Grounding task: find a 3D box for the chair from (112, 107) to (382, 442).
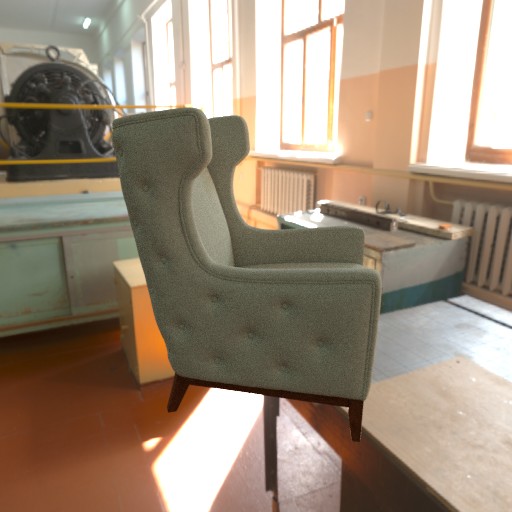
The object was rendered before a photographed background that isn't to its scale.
[{"bbox_3d":[0.000,0.000,1.740,0.899,1.079,0.778,2,16,9],"label":"chair"}]
